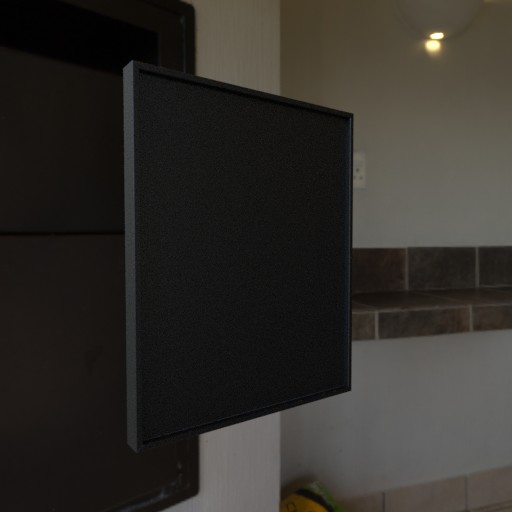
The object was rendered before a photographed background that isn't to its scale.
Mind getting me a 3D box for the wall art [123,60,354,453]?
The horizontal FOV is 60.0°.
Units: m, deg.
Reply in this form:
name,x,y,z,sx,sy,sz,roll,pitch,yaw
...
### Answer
name,x,y,z,sx,sy,sz,roll,pitch,yaw
wall art,0.000,0.000,0.771,0.449,0.555,0.039,-2,3,-36
